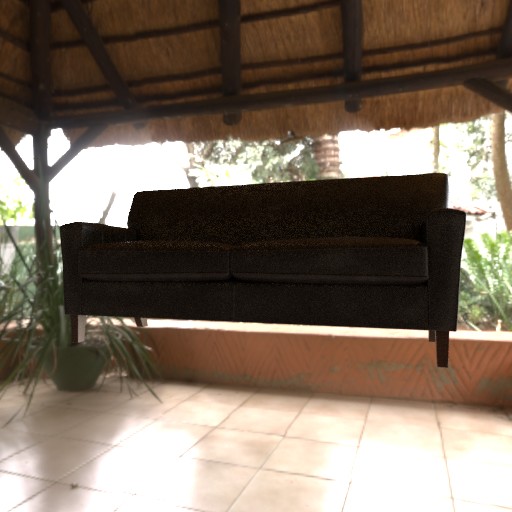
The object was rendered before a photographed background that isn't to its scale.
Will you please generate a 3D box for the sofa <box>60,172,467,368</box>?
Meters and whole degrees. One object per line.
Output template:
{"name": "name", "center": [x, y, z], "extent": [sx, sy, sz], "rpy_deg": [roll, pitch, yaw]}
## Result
{"name": "sofa", "center": [0.000, 0.000, 2.462], "extent": [2.053, 0.947, 0.805], "rpy_deg": [0, -1, 18]}
